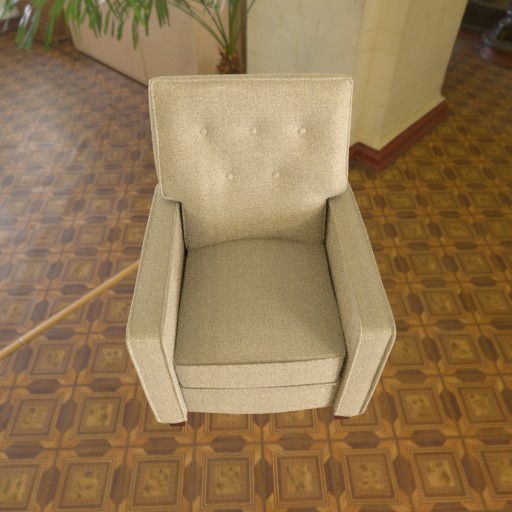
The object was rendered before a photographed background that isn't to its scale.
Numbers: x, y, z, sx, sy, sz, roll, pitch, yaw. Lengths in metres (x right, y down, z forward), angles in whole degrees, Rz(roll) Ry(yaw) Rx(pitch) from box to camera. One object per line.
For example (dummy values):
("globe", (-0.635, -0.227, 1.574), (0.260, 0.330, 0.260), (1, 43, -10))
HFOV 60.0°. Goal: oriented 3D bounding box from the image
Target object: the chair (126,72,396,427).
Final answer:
("chair", (0.000, 0.000, 1.362), (0.648, 0.888, 0.754), (-2, 47, -2))
